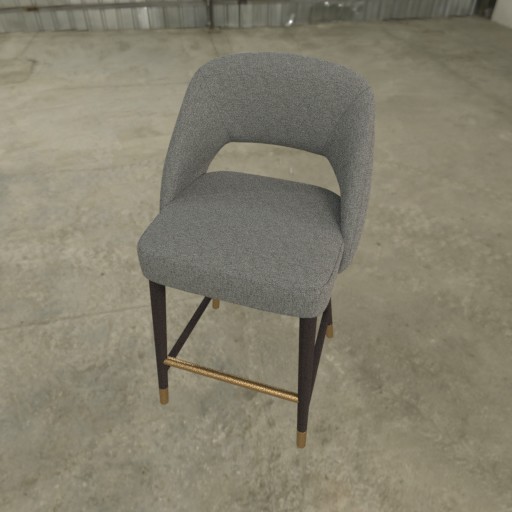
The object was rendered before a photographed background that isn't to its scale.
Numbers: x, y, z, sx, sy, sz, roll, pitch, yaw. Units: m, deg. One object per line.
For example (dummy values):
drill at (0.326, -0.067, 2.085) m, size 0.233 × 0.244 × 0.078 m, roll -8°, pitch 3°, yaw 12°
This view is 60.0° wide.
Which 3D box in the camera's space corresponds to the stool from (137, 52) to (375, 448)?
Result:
stool at (0.000, 0.000, 1.219) m, size 0.536 × 0.925 × 0.524 m, roll 12°, pitch 42°, yaw 14°
